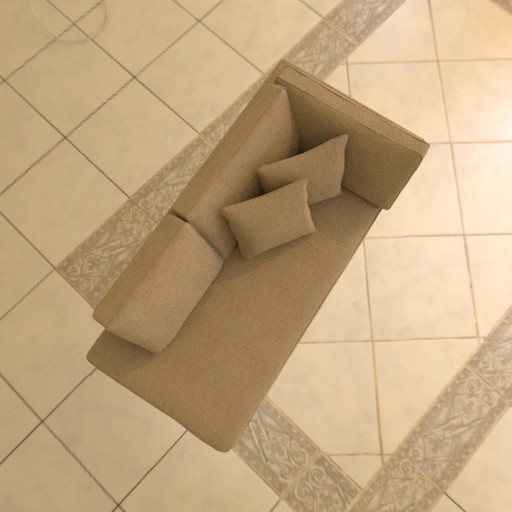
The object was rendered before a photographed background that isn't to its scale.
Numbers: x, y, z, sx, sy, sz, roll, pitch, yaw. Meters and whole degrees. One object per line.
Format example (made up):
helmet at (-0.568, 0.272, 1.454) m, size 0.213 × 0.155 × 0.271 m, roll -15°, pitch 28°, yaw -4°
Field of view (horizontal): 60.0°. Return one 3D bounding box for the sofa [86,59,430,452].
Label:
sofa at (0.000, 0.000, 2.843) m, size 1.110 × 1.019 × 2.238 m, roll 33°, pitch 79°, yaw 7°
